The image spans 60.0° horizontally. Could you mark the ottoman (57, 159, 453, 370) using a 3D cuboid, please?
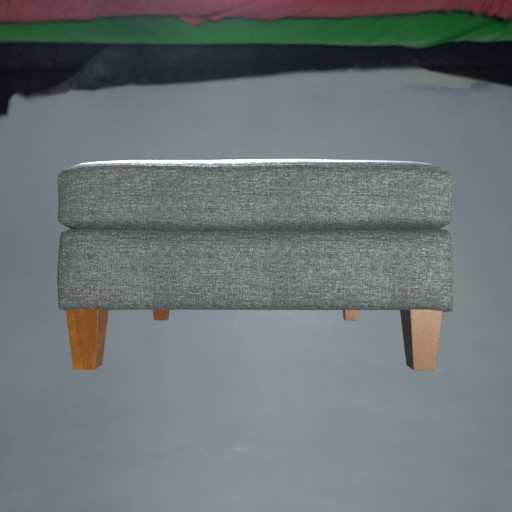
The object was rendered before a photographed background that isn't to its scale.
[{"bbox_3d":[0.000,0.000,1.317,0.838,0.481,0.838,0,0,0],"label":"ottoman"}]
